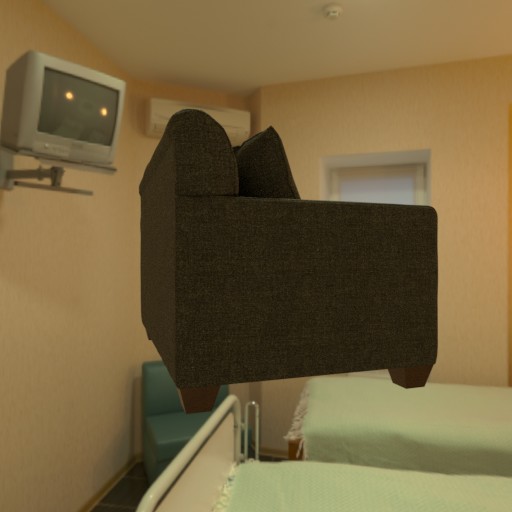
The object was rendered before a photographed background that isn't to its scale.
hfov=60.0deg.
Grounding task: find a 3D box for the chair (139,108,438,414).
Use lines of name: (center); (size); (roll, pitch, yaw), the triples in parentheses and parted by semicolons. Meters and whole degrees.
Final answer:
chair: (0.000, 0.000, 2.093); (1.000, 0.948, 1.383); (0, 0, -19)
